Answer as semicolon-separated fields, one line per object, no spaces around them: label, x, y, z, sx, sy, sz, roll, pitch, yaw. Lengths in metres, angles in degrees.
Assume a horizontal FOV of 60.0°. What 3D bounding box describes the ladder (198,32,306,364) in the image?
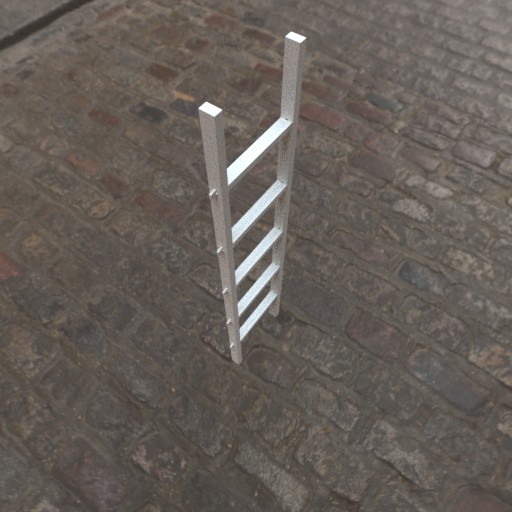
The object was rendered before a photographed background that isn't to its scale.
ladder;0.000;0.000;1.908;0.051;1.797;0.452;32;63;19
